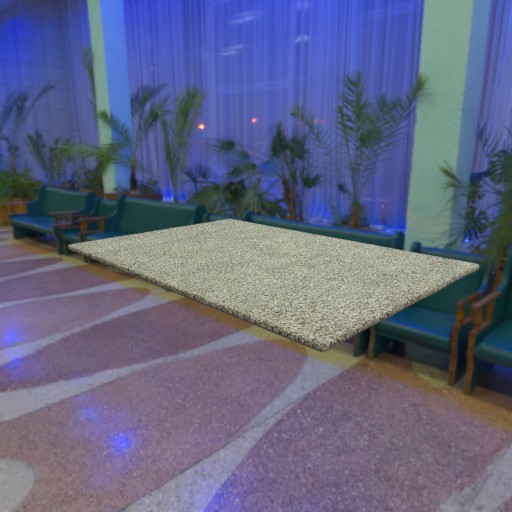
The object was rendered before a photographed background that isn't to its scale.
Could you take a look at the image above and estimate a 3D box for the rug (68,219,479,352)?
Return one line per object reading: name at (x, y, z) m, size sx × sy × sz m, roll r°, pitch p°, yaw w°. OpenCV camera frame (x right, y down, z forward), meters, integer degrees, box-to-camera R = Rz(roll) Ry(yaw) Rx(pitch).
rug at (0.000, 0.000, 2.286) m, size 1.219 × 0.030 × 1.778 m, roll -14°, pitch 20°, yaw -43°
